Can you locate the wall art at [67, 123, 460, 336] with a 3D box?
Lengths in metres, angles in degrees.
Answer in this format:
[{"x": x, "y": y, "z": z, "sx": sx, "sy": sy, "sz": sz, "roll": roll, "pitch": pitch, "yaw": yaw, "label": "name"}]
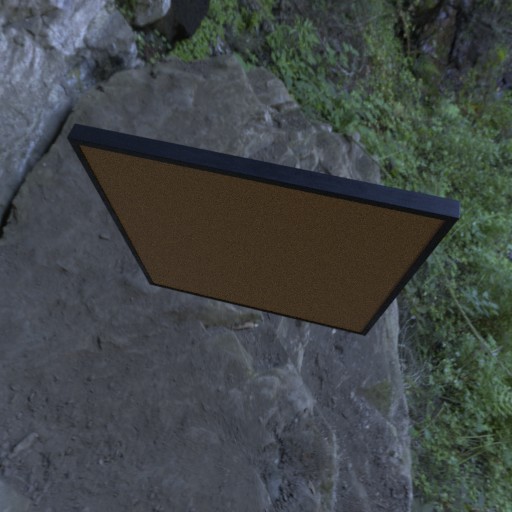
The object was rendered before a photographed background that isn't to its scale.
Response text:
[{"x": 0.000, "y": 0.000, "z": 1.186, "sx": 0.763, "sy": 0.763, "sz": 0.039, "roll": 13, "pitch": 65, "yaw": 6, "label": "wall art"}]
